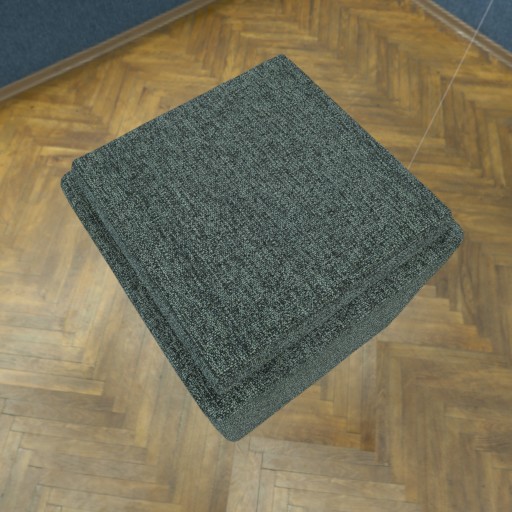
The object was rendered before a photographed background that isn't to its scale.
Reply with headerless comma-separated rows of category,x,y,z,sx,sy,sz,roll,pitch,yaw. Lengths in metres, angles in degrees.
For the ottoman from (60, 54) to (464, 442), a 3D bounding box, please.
ottoman,0.000,0.000,0.810,0.450,0.463,0.450,-33,68,-15
